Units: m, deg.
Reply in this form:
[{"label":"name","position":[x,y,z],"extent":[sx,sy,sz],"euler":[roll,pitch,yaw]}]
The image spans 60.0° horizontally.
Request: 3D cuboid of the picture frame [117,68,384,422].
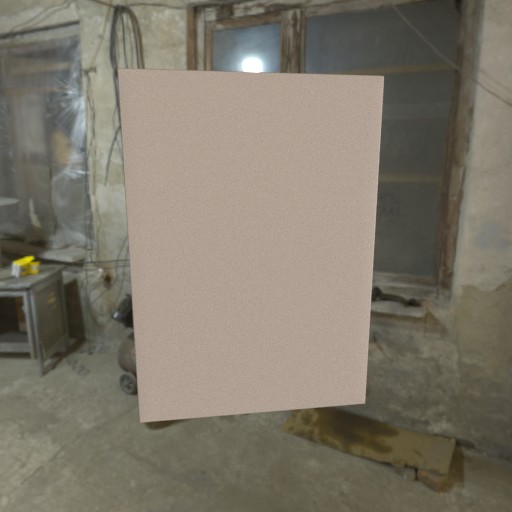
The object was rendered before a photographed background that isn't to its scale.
[{"label":"picture frame","position":[0.000,0.000,0.688],"extent":[0.381,0.534,0.012],"euler":[-2,13,-8]}]
